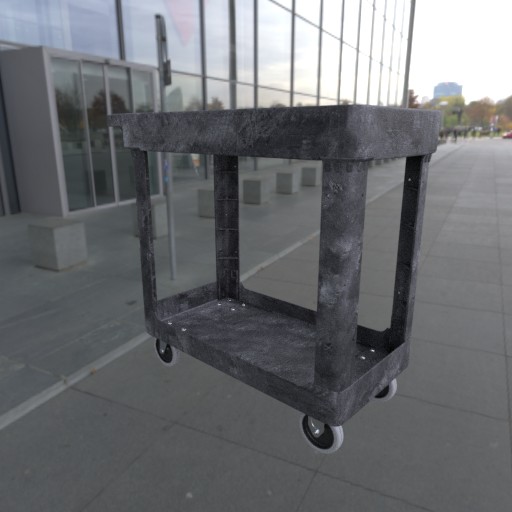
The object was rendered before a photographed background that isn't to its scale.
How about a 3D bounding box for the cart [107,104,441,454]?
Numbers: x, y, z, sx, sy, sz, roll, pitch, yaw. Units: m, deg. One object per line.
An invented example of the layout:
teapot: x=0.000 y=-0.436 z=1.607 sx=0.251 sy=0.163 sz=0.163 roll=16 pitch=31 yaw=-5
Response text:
cart: x=0.000 y=0.000 z=1.339 sx=0.877 sy=0.824 sz=0.420 roll=14 pitch=21 yaw=40
